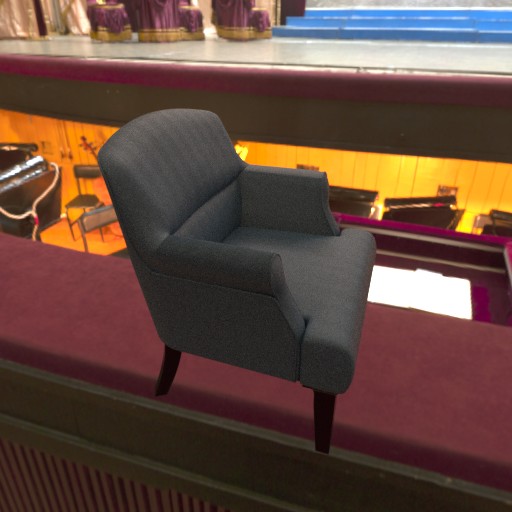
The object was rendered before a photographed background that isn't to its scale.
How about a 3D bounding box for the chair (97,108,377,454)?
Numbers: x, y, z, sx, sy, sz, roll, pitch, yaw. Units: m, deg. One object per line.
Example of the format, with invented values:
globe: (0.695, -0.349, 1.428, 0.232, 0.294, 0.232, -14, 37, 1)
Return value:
chair: (0.000, 0.000, 1.479, 0.754, 0.878, 0.770, 9, 30, 16)
